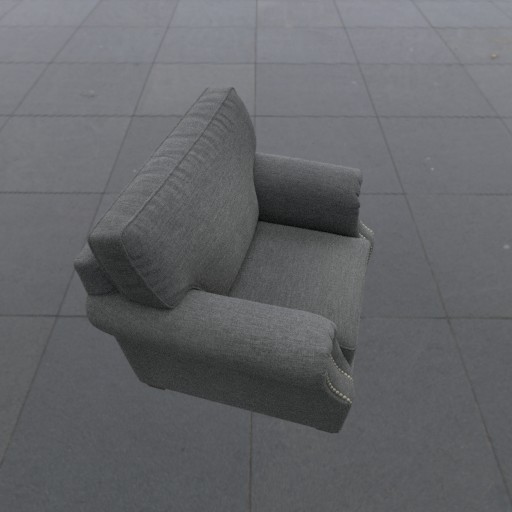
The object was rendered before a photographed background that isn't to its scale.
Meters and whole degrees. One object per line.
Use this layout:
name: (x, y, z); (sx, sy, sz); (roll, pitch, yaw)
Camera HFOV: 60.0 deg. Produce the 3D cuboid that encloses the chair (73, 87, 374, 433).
chair: (0.000, 0.000, 1.825); (0.965, 0.961, 1.092); (11, 47, 11)
